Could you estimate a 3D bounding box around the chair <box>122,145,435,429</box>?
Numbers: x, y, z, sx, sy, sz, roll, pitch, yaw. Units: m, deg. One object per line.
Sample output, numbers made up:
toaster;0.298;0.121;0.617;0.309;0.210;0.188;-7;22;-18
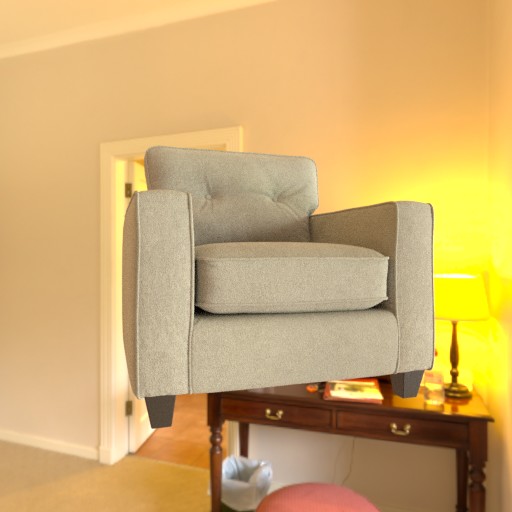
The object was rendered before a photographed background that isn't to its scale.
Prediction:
chair;0.000;0.000;1.771;1.015;0.965;0.939;0;0;-18
